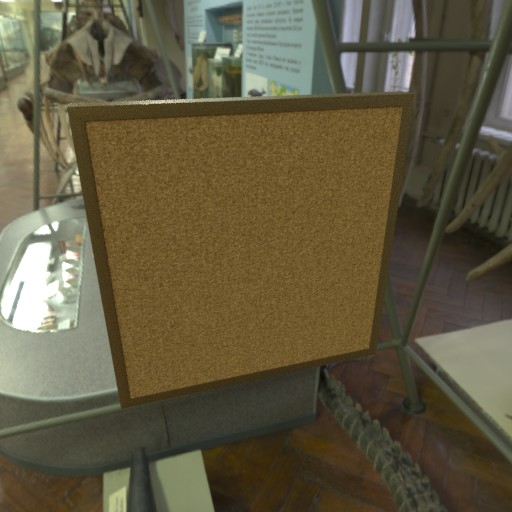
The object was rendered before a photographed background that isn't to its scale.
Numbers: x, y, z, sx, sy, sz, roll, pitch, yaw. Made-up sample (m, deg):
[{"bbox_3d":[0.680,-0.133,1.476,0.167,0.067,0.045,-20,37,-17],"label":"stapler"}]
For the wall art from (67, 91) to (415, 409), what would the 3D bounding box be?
[{"bbox_3d":[0.000,0.000,0.753,0.510,0.509,0.037,-8,27,-16],"label":"wall art"}]
